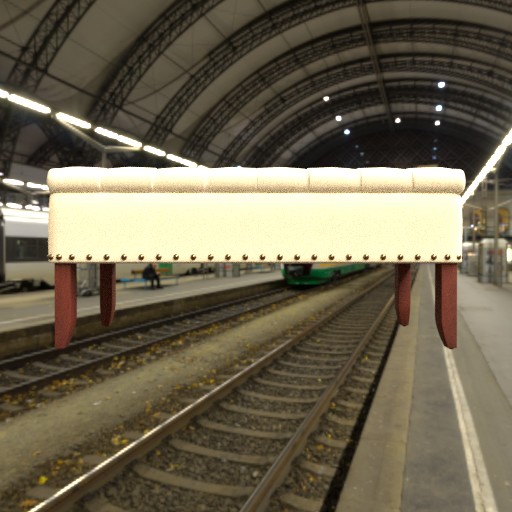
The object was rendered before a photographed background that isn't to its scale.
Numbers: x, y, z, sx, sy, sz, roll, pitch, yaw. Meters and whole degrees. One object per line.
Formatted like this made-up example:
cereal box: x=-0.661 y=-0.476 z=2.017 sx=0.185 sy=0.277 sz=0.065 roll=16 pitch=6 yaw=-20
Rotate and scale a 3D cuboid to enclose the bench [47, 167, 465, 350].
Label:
bench: x=0.000 y=0.000 z=1.290 sx=1.054 sy=0.470 sz=0.400 roll=0 pitch=0 yaw=0
